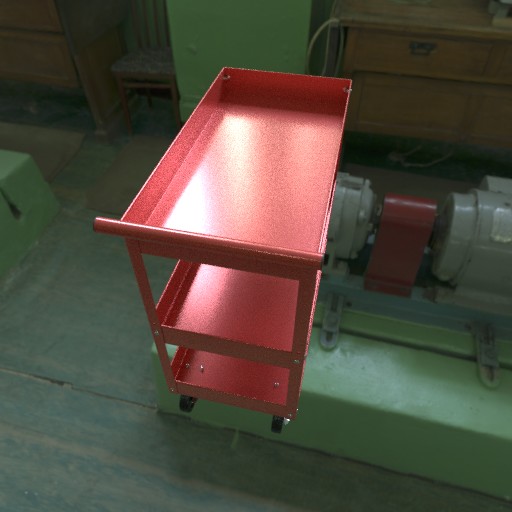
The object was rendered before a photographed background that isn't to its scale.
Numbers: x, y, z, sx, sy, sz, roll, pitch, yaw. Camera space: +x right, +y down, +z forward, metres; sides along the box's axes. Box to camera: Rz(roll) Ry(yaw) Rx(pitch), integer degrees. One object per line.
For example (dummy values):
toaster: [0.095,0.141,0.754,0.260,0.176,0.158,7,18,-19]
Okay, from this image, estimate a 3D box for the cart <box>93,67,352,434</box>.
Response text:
cart: [0.000,0.000,1.191,0.366,0.780,0.719,10,47,9]
